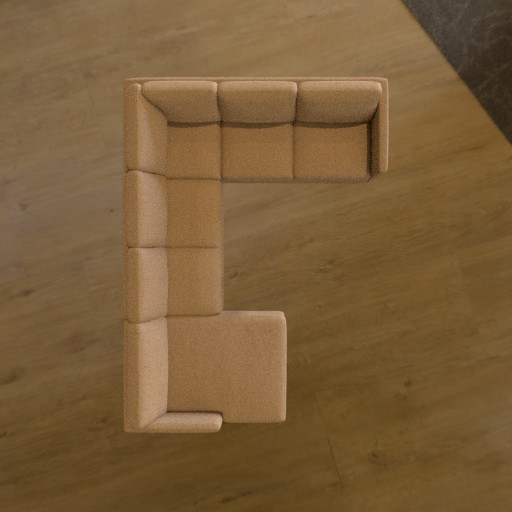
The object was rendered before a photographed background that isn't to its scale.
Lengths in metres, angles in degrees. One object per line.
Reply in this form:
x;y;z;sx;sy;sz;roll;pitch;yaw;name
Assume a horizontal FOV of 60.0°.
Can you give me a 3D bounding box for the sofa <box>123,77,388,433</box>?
0.000;0.000;4.453;2.551;0.889;3.403;0;90;0;sofa
